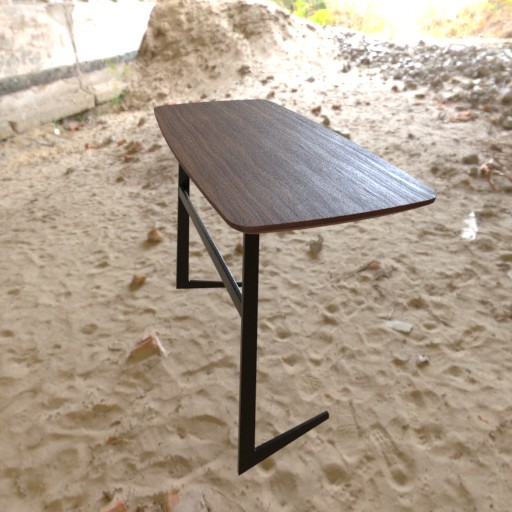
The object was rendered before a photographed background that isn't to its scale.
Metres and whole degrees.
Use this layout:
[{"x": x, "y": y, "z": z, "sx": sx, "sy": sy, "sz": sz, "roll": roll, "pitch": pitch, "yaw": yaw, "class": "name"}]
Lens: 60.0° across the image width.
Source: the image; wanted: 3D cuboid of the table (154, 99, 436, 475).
[{"x": 0.000, "y": 0.000, "z": 1.080, "sx": 0.361, "sy": 0.576, "sz": 0.804, "roll": -10, "pitch": 32, "yaw": -16, "class": "table"}]
